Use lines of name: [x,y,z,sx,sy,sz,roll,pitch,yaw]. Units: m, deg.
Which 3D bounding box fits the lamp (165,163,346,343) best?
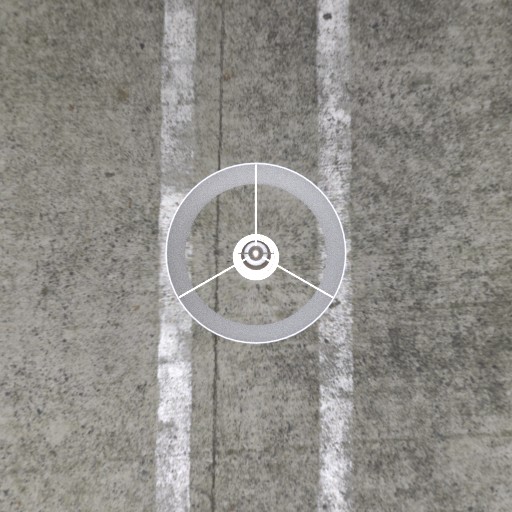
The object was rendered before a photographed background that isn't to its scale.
lamp: [0.000,0.000,1.688,0.394,1.474,0.394,0,89,0]
